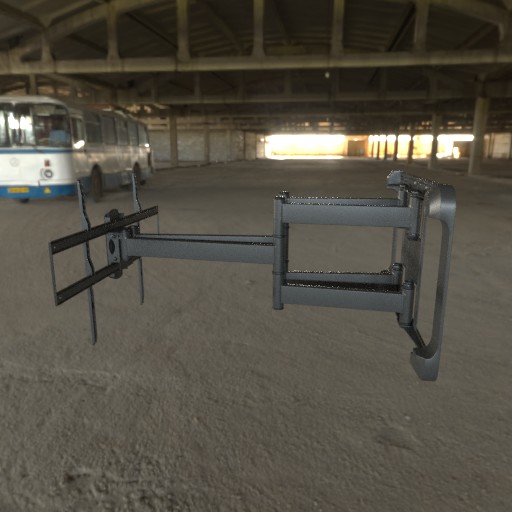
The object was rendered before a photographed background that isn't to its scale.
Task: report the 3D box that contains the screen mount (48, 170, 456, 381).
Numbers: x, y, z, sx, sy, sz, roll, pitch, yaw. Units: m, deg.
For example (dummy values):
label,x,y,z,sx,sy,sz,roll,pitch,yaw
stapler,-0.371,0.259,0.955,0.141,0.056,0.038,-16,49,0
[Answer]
label,x,y,z,sx,sy,sz,roll,pitch,yaw
screen mount,0.000,0.000,1.329,0.905,0.483,0.725,2,14,9
